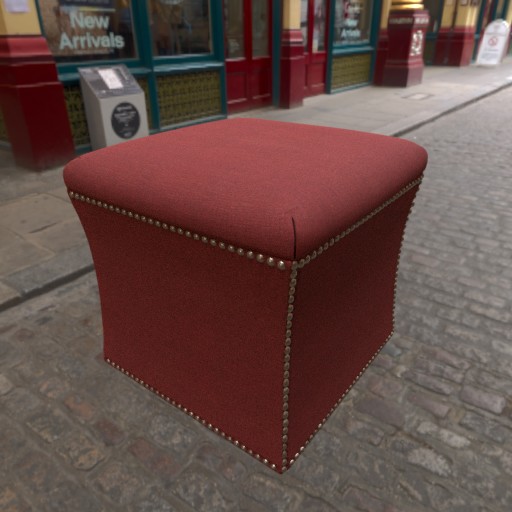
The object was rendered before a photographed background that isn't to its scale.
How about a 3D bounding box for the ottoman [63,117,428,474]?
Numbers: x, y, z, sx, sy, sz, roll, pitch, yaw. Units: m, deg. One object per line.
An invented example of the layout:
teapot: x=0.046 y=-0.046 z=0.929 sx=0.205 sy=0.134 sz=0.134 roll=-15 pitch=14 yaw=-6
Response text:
ottoman: x=0.000 y=0.000 z=0.897 sx=0.497 sy=0.475 sz=0.507 roll=19 pitch=32 yaw=32
